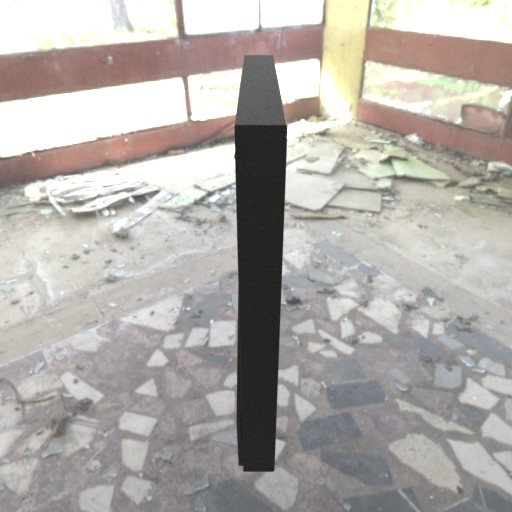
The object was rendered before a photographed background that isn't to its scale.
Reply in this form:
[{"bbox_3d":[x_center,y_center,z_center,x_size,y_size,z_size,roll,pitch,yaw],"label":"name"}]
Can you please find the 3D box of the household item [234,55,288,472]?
[{"bbox_3d":[0.000,0.000,0.235,0.022,0.178,0.133,0,33,0],"label":"household item"}]
